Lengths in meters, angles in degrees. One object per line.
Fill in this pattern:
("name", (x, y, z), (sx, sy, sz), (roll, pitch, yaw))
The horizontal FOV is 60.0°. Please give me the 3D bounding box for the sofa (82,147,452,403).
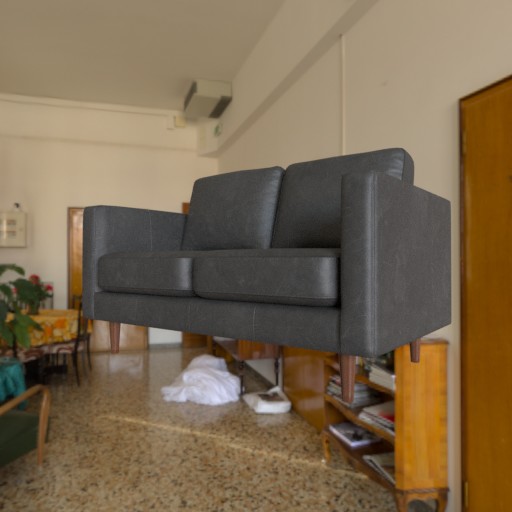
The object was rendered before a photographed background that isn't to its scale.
("sofa", (0.000, 0.000, 1.971), (1.430, 0.899, 0.879), (0, -1, 37))
